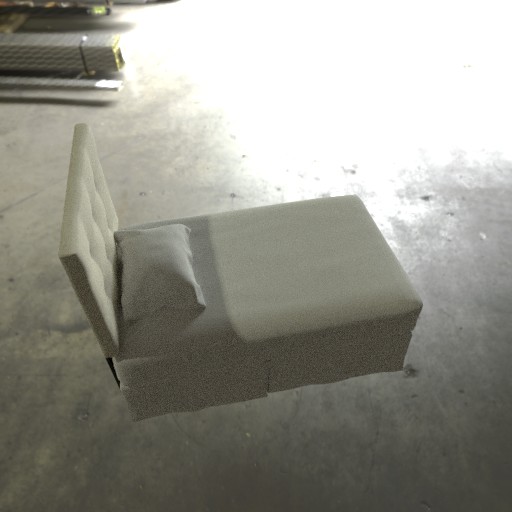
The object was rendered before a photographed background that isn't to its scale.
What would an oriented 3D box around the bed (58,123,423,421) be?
[{"bbox_3d":[0.000,0.000,2.956,1.997,1.571,1.261,-9,47,-9],"label":"bed"}]
